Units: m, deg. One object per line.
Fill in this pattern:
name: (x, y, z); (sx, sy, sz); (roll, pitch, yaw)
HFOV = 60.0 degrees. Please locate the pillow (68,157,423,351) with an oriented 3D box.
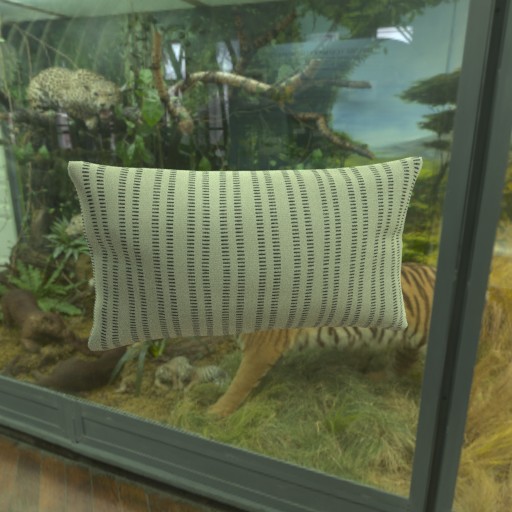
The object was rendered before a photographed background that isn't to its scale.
pillow: (0.000, 0.000, 0.823); (0.640, 0.353, 0.210); (-2, 17, -8)
